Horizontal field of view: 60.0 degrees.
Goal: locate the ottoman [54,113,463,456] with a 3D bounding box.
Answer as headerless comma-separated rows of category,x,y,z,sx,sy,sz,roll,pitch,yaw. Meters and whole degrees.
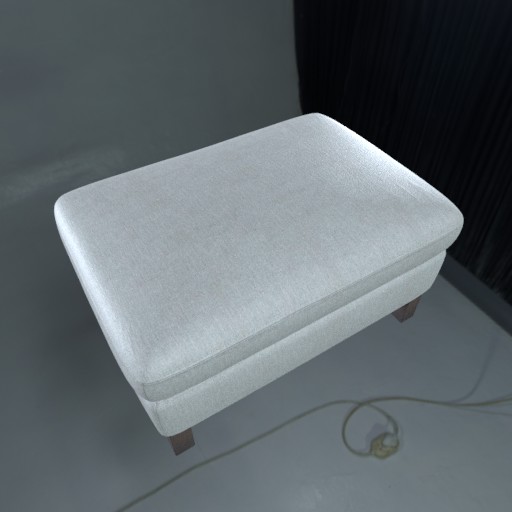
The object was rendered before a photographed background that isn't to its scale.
ottoman,0.000,0.000,1.018,0.735,0.404,0.528,-24,51,-21
